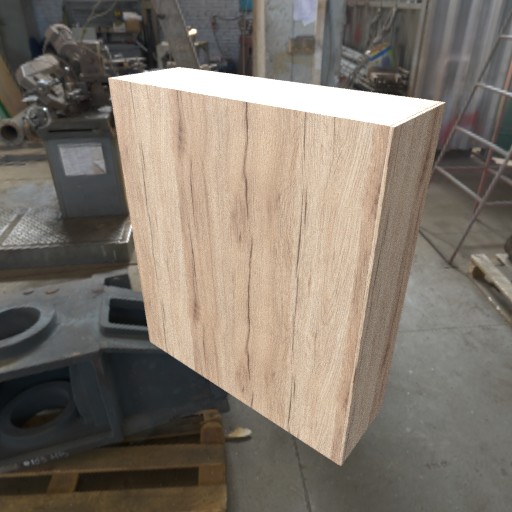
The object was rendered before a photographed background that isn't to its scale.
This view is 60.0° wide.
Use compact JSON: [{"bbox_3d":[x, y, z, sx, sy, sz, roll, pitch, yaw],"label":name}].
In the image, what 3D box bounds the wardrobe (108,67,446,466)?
[{"bbox_3d":[0.000,0.000,2.883,1.810,2.070,0.580,22,37,33],"label":"wardrobe"}]
